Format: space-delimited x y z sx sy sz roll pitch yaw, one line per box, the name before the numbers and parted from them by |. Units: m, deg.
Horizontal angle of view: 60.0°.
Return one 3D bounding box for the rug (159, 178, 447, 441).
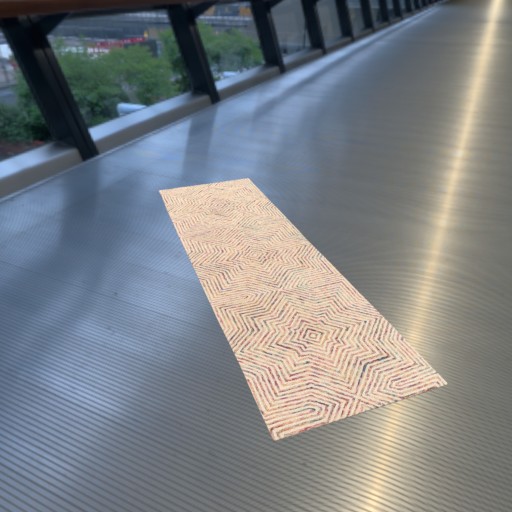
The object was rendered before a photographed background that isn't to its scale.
rug | 0.000 0.000 2.670 0.771 0.009 2.443 -11 33 -17
